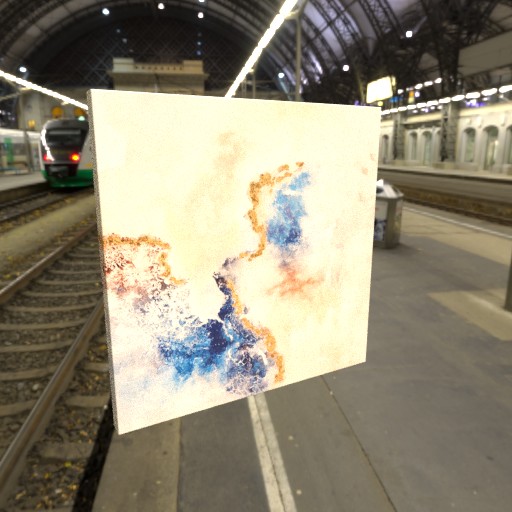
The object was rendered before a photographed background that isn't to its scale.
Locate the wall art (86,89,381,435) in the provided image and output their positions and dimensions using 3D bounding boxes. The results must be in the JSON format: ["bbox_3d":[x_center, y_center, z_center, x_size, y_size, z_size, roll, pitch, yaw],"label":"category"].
[{"bbox_3d":[0.000,0.000,1.596,1.061,1.061,0.071,-7,15,-28],"label":"wall art"}]
